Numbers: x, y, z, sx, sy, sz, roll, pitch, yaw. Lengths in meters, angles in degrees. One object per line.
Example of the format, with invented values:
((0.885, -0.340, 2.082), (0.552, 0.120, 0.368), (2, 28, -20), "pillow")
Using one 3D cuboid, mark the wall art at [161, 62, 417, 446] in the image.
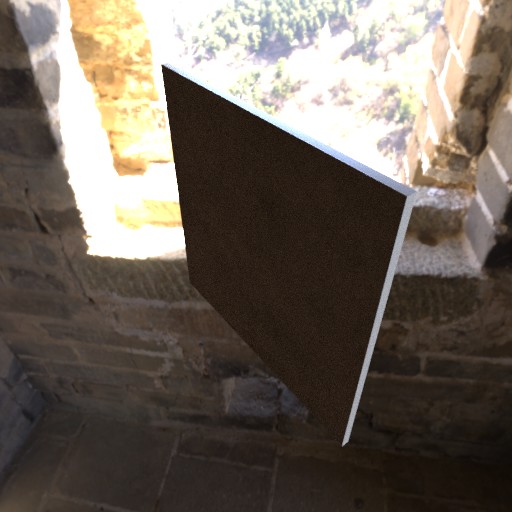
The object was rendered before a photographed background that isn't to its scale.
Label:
((0.000, 0.000, 0.984), (0.020, 0.661, 0.664), (-26, 47, -27), "wall art")
